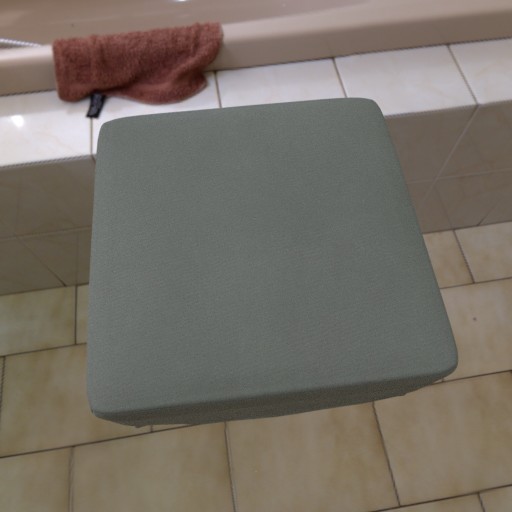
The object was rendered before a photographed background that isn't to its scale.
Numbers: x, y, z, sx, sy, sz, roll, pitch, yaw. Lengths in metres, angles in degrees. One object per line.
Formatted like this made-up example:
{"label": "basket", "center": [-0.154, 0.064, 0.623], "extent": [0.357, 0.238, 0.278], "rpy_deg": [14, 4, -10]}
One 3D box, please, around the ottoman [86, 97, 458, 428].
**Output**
{"label": "ottoman", "center": [0.000, 0.000, 1.277], "extent": [0.843, 0.441, 0.842], "rpy_deg": [-6, 64, -3]}
